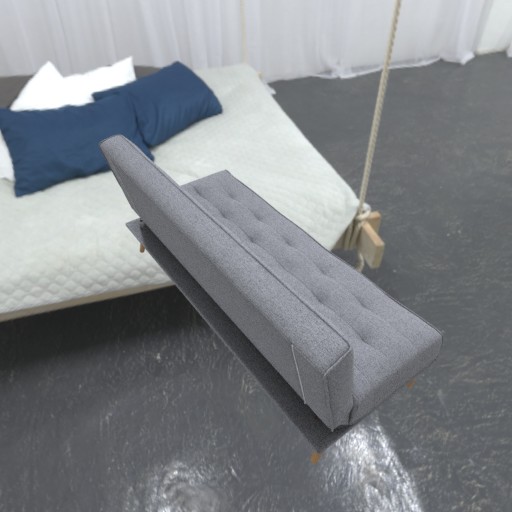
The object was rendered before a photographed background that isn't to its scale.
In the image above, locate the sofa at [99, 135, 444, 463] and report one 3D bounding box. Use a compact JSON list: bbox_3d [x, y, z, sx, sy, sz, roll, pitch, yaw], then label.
[{"bbox_3d":[0.000,0.000,2.307,0.810,0.830,1.820,-26,48,-26],"label":"sofa"}]
